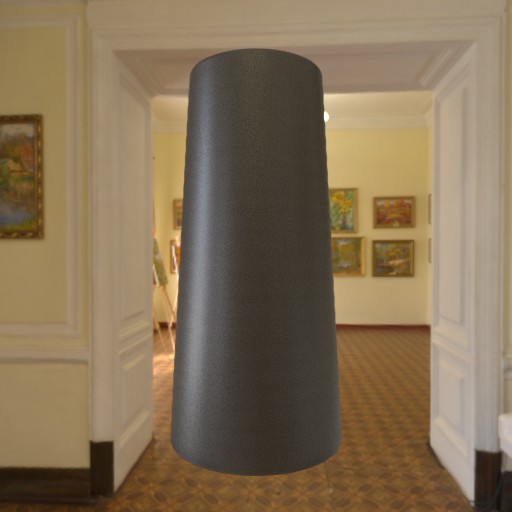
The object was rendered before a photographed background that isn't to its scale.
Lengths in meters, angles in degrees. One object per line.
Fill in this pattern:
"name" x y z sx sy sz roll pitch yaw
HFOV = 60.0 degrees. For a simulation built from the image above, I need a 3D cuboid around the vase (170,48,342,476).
"vase" 0.000 0.000 0.359 0.136 0.289 0.136 0 1 17
